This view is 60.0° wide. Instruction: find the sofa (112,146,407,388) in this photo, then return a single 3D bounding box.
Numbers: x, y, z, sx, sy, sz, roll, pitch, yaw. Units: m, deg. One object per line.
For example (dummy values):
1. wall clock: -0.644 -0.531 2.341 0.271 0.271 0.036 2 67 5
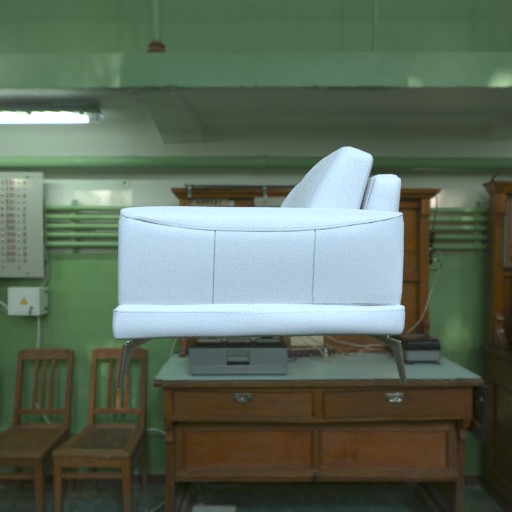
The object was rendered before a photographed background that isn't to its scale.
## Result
1. sofa: 0.000 0.000 2.474 1.121 0.930 1.819 0 2 -2
